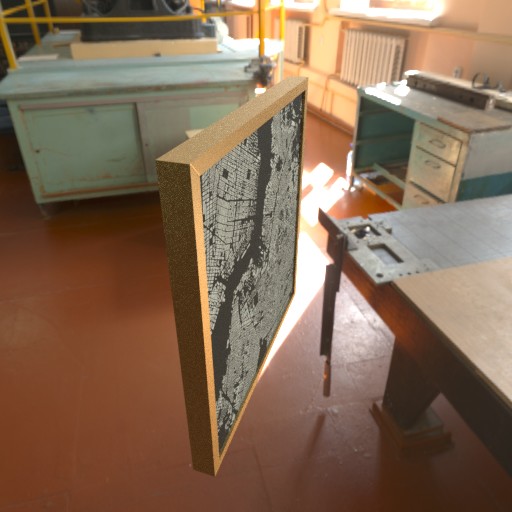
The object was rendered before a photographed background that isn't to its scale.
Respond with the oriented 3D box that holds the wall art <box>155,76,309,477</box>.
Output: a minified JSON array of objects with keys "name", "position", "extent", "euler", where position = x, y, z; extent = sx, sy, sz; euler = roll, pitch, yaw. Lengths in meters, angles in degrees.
[{"name":"wall art","position":[0.000,0.000,1.949],"extent":[0.095,1.284,1.284],"euler":[10,33,16]}]
